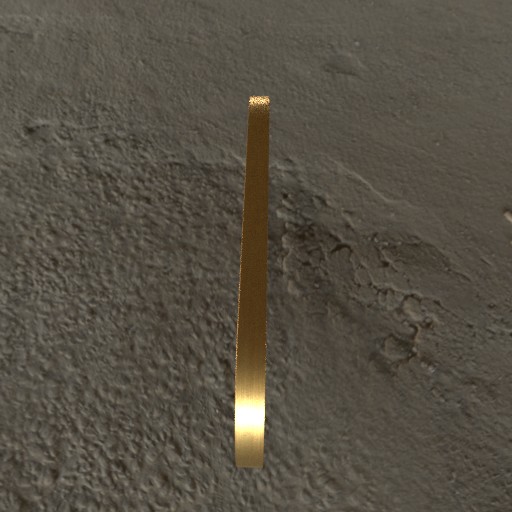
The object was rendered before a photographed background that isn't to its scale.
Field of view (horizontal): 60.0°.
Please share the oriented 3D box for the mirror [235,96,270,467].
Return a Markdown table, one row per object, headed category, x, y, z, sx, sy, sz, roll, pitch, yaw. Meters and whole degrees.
| category | x | y | z | sx | sy | sz | roll | pitch | yaw |
| --- | --- | --- | --- | --- | --- | --- | --- | --- | --- |
| mirror | 0.000 | 0.000 | 0.676 | 0.032 | 0.254 | 0.584 | 1 | 58 | 1 |
